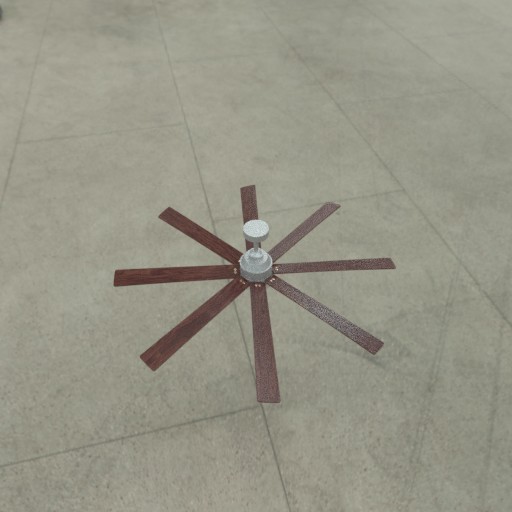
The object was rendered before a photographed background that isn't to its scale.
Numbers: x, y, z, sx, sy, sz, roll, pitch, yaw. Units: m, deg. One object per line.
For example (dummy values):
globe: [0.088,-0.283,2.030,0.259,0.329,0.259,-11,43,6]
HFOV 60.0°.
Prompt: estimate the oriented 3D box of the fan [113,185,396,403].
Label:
fan: [0.000,0.000,2.802,1.830,0.472,1.830,32,53,27]
